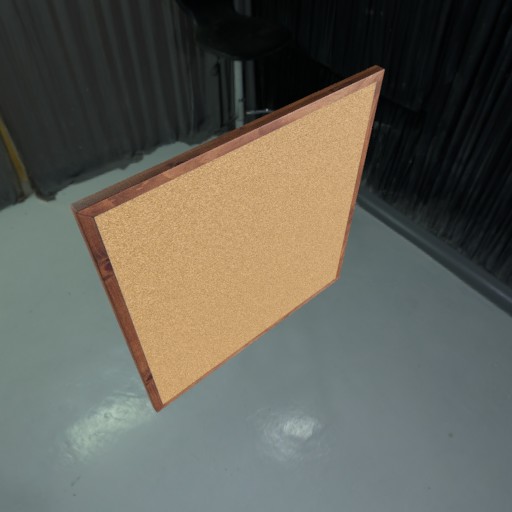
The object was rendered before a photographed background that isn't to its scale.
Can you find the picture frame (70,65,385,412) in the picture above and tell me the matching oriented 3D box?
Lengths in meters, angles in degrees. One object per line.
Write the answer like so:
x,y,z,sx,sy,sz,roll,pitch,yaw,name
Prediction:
0.000,0.000,1.224,0.810,0.817,0.029,-32,55,-26,picture frame
